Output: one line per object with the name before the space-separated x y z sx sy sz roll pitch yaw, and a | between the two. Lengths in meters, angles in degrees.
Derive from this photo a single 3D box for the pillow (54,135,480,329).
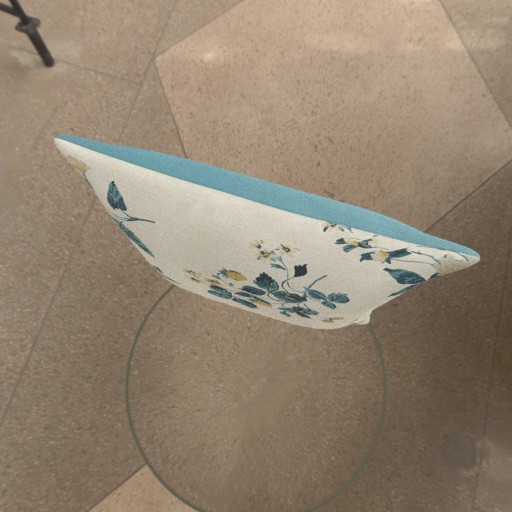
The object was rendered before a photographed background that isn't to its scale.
pillow | 0.000 0.000 0.760 0.526 0.507 0.166 16 75 4
